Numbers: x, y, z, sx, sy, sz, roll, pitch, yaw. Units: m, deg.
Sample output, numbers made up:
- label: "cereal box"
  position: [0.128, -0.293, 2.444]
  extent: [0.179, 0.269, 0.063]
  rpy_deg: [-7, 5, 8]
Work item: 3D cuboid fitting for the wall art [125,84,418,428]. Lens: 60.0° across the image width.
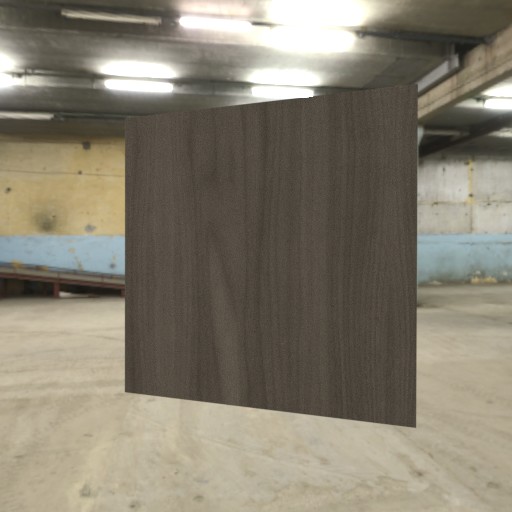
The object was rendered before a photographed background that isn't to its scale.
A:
- label: "wall art"
  position: [0.000, 0.000, 0.743]
  extent: [0.508, 0.507, 0.016]
  rpy_deg: [0, 1, 19]
